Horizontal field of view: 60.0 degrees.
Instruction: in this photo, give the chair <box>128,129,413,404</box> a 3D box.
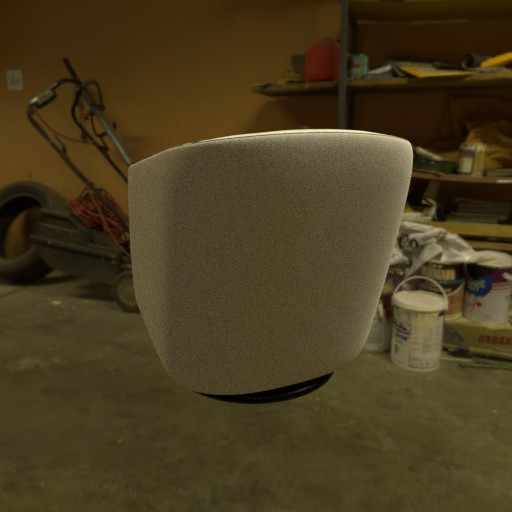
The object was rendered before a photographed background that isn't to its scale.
[{"bbox_3d":[0.000,0.000,1.635,0.822,0.861,0.986,-6,15,-25],"label":"chair"}]
